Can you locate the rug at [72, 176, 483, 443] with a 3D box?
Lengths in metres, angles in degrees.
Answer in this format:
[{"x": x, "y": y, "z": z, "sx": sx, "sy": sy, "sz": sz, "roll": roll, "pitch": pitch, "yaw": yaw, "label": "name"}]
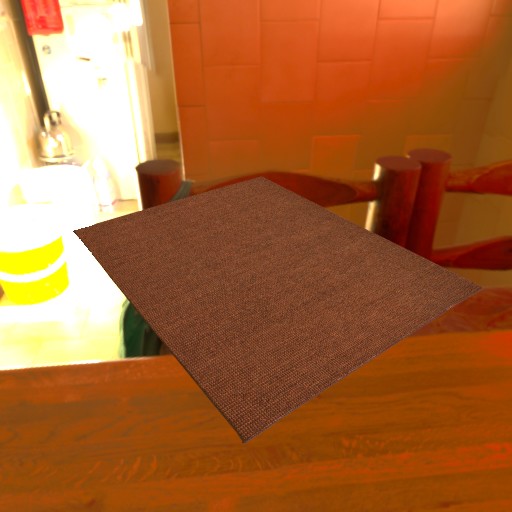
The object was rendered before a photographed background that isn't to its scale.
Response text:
[{"x": 0.000, "y": 0.000, "z": 4.119, "sx": 2.456, "sy": 0.021, "sz": 3.068, "roll": -22, "pitch": 38, "yaw": -30, "label": "rug"}]
